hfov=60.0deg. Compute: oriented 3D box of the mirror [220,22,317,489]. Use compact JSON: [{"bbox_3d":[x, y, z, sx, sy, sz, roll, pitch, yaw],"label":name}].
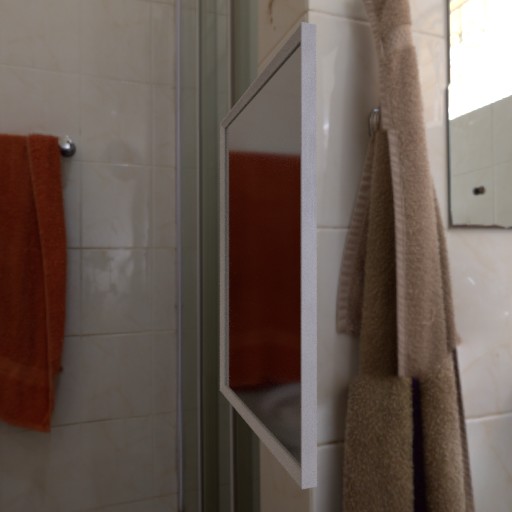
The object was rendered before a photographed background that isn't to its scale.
[{"bbox_3d":[0.000,0.000,1.331,0.041,1.016,0.762,0,0,-18],"label":"mirror"}]
